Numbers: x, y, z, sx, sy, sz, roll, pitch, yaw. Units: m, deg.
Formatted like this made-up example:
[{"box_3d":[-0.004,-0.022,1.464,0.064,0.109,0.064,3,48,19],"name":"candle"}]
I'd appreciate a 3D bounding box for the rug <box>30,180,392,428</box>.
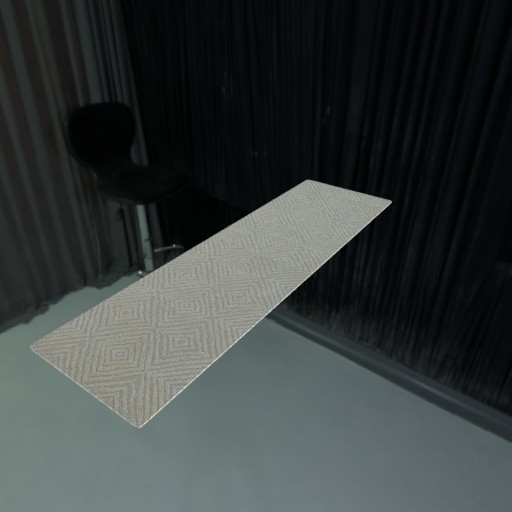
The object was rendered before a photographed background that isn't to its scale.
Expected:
[{"box_3d":[0.000,0.000,2.451,0.676,0.008,2.277,21,37,30],"name":"rug"}]
